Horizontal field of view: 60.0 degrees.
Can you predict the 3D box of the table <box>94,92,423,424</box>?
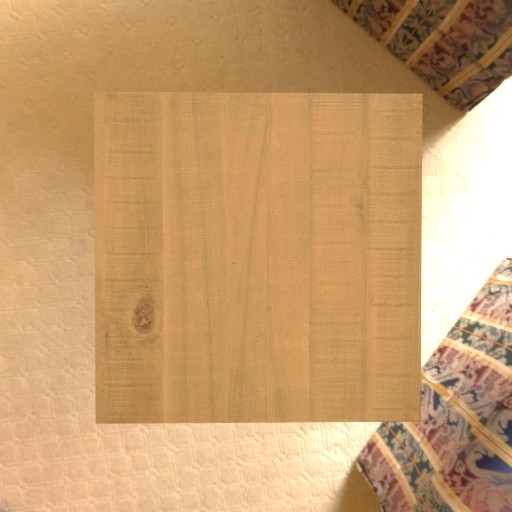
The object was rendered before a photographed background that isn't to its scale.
[{"bbox_3d":[0.000,0.000,0.975,0.503,0.589,0.507,0,91,-1],"label":"table"}]
